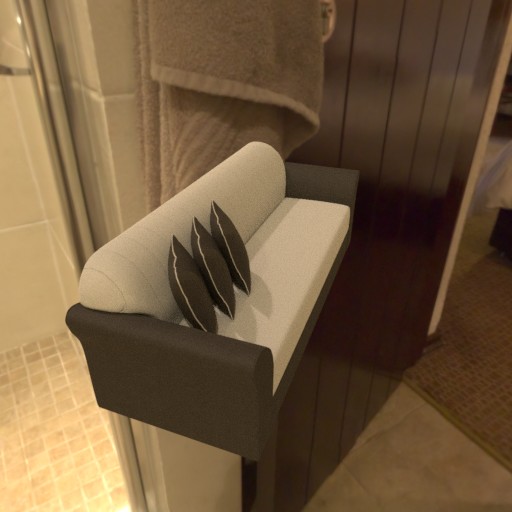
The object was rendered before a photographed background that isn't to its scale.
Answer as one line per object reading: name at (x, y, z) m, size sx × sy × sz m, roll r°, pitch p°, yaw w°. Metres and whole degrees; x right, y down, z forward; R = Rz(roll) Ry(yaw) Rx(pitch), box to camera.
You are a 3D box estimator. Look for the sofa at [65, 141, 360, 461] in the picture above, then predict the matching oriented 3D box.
sofa at (0.000, 0.000, 2.421) m, size 0.755 × 0.787 × 2.001 m, roll 11°, pitch 32°, yaw 18°
